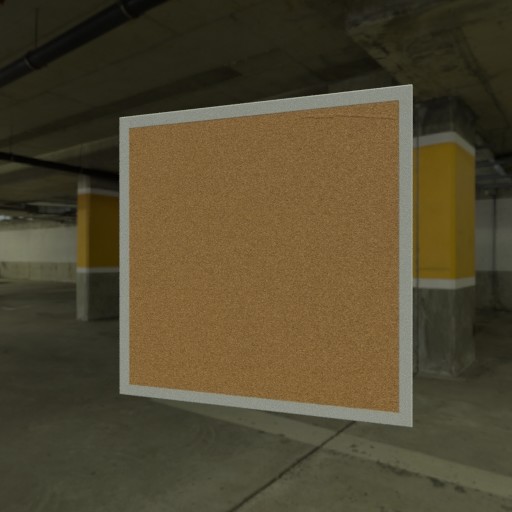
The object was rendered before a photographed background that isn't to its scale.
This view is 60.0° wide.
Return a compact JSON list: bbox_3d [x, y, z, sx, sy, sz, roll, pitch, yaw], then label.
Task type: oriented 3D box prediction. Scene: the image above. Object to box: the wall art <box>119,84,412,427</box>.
[{"bbox_3d":[0.000,0.000,0.459,0.305,0.305,0.038,0,0,18],"label":"wall art"}]
